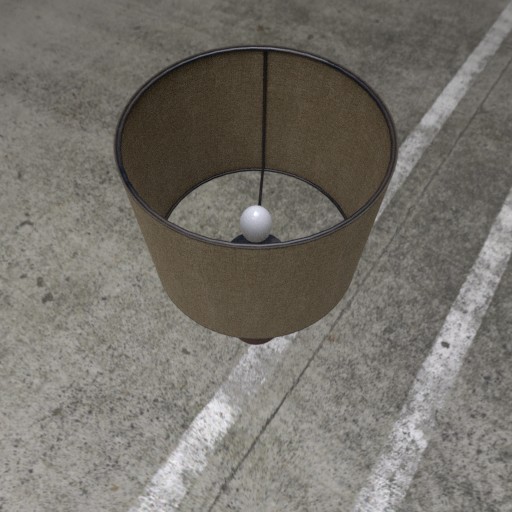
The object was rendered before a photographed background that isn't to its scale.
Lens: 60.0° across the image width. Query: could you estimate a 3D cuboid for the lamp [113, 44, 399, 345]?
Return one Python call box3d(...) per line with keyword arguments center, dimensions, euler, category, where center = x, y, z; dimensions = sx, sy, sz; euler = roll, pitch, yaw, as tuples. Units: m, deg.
box3d(center=(0.000, 0.000, 0.467), dimensions=(0.202, 0.350, 0.202), euler=(0, 59, 0), category="lamp")
